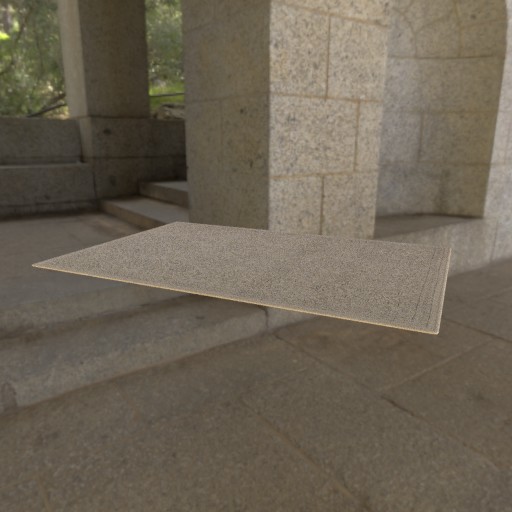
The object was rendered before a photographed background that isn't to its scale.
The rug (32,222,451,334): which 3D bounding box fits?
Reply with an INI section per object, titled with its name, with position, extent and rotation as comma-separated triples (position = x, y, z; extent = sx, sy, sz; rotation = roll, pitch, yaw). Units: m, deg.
[rug]
position = 0.000, 0.000, 2.875
extent = 2.286, 0.011, 1.524
rotation = 7, 17, 24
